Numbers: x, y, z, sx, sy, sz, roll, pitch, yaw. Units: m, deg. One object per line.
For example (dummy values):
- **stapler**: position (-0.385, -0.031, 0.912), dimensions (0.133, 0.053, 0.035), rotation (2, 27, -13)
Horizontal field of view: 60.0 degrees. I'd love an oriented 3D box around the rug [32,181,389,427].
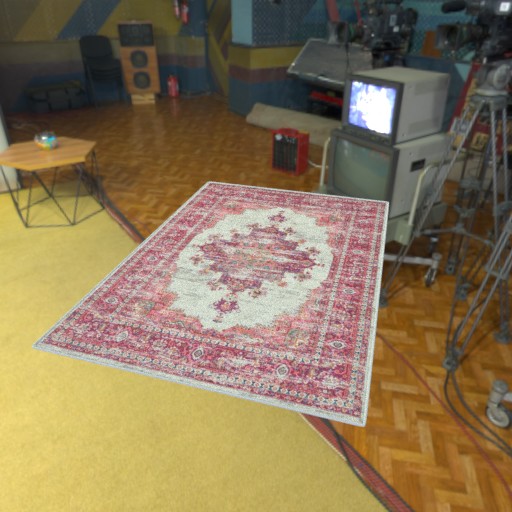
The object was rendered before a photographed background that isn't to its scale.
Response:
- **rug**: position (0.000, 0.000, 2.818), dimensions (1.555, 0.011, 2.232), rotation (9, 32, 14)
